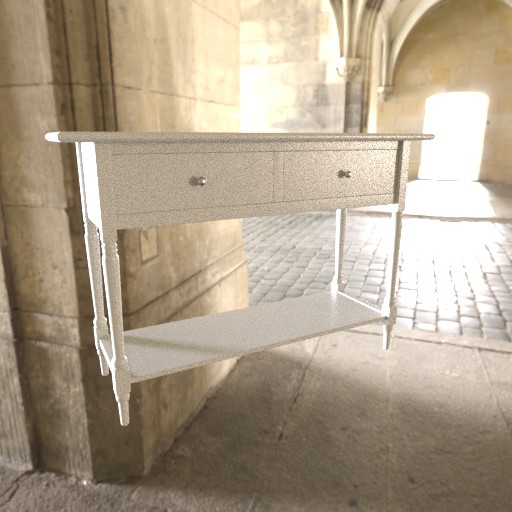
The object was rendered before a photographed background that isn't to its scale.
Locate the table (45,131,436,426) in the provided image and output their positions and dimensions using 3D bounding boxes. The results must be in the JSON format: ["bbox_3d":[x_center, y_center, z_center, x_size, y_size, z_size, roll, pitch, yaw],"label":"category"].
[{"bbox_3d":[0.000,0.000,1.513,1.197,0.808,0.384,-8,17,-27],"label":"table"}]
